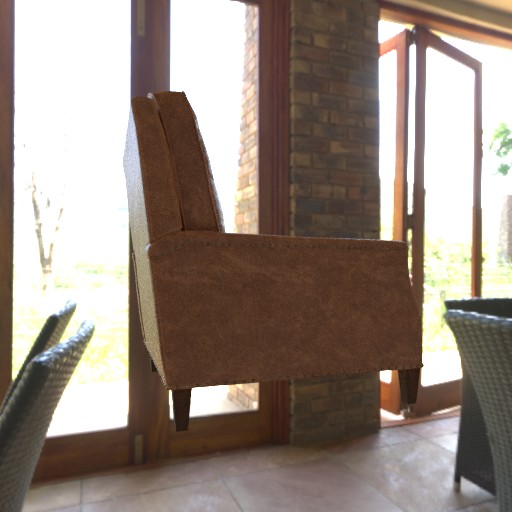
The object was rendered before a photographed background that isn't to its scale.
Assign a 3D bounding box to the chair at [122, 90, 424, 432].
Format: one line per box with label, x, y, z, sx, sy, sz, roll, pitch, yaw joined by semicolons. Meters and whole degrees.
chair;0.000;0.000;1.814;1.035;1.054;0.854;0;-1;-18
